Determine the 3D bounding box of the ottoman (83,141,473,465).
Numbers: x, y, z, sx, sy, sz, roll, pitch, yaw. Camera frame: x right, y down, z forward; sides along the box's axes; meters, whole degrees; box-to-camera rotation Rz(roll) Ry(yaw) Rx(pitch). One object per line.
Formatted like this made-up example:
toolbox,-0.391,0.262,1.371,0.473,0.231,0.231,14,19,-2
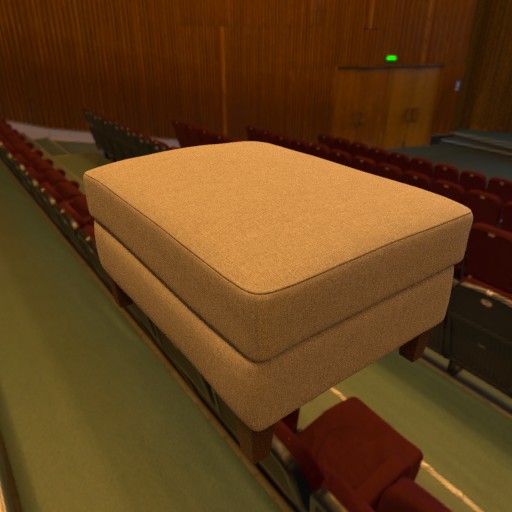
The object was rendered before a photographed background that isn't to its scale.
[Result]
ottoman,0.000,0.000,1.280,0.677,0.519,0.898,-19,33,-32
